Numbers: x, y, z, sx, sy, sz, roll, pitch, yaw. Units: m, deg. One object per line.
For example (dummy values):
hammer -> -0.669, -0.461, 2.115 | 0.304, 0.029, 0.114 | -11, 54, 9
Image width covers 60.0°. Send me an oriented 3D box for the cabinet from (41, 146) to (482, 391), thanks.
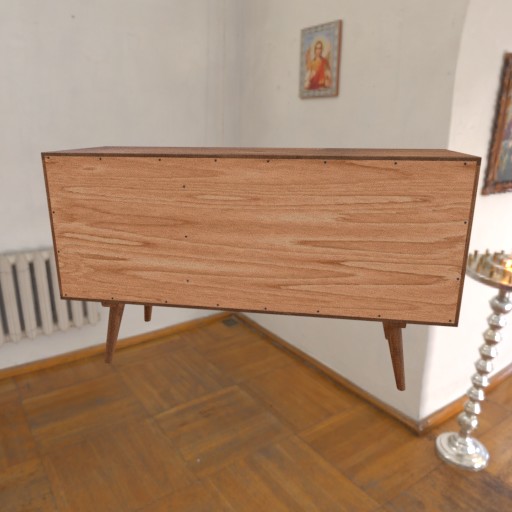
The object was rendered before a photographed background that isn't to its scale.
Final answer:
cabinet -> 0.000, 0.000, 1.724 | 1.400, 0.800, 0.472 | 3, 17, 9
